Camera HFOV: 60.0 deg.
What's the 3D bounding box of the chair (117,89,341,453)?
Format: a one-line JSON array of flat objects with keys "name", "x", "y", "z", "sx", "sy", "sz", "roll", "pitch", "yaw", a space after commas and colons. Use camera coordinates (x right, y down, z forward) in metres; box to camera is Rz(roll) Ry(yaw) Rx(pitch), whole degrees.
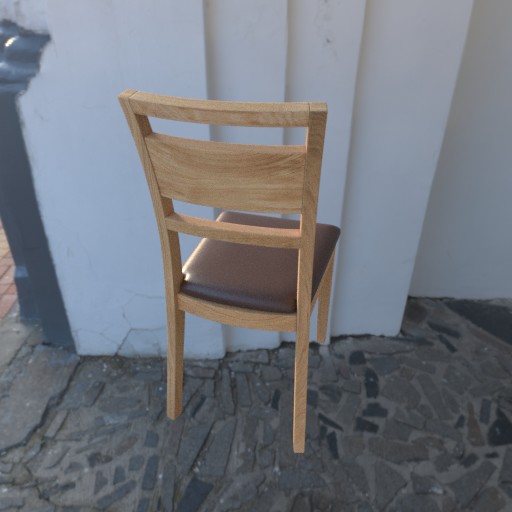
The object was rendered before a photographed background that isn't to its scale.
[{"name": "chair", "x": 0.000, "y": 0.000, "z": 1.233, "sx": 0.420, "sy": 0.940, "sz": 0.545, "roll": 9, "pitch": 32, "yaw": 14}]
